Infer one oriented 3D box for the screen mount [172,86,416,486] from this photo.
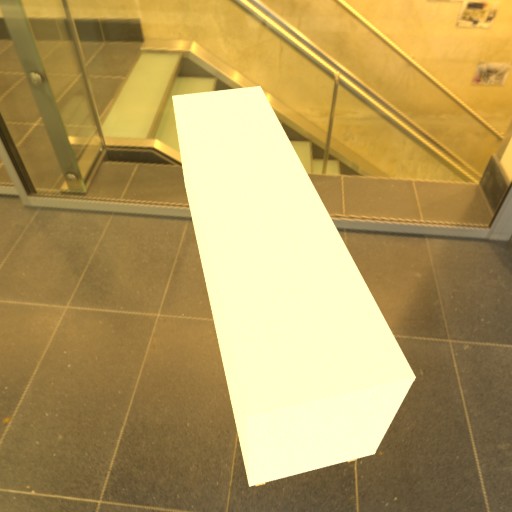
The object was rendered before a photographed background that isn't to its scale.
[{"bbox_3d":[0.000,0.000,1.712,0.400,0.619,1.490,-10,47,-9],"label":"screen mount"}]
